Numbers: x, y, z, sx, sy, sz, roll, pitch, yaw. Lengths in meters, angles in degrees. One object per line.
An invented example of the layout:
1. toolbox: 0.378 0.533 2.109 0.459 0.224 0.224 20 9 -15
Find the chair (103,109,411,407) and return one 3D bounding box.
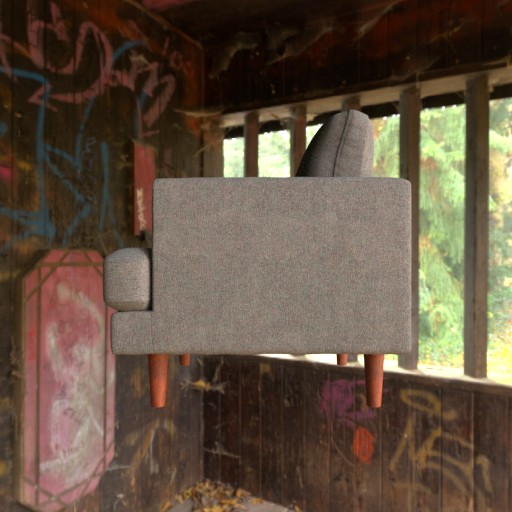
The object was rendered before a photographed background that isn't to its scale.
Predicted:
1. chair: 0.000 0.000 1.677 0.899 0.957 0.858 0 0 0
